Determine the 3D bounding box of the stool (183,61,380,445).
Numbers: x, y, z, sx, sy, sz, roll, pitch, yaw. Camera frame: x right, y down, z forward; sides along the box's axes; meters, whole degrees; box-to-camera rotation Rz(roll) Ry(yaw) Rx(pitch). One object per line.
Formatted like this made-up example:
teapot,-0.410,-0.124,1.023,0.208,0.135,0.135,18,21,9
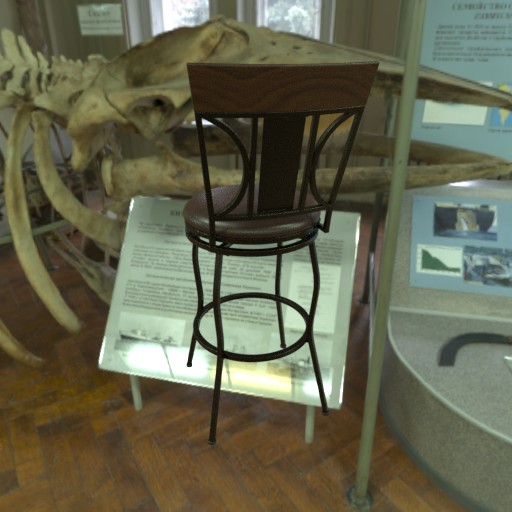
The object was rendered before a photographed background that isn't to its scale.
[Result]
stool,0.000,0.000,1.397,0.448,1.130,0.513,-8,26,-16
